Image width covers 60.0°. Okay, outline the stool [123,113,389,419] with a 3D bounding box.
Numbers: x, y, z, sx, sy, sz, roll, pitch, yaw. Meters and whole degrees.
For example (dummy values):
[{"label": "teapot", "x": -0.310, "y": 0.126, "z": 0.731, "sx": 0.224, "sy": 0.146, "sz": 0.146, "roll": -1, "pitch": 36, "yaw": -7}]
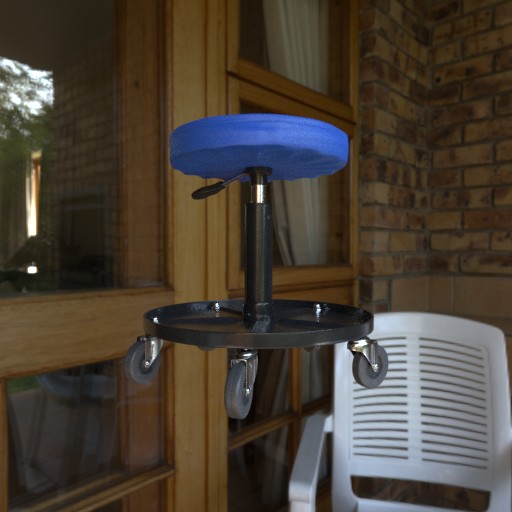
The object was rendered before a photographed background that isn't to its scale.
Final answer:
[{"label": "stool", "x": 0.000, "y": 0.000, "z": 0.695, "sx": 0.382, "sy": 0.365, "sz": 0.381, "roll": 1, "pitch": 1, "yaw": 37}]
